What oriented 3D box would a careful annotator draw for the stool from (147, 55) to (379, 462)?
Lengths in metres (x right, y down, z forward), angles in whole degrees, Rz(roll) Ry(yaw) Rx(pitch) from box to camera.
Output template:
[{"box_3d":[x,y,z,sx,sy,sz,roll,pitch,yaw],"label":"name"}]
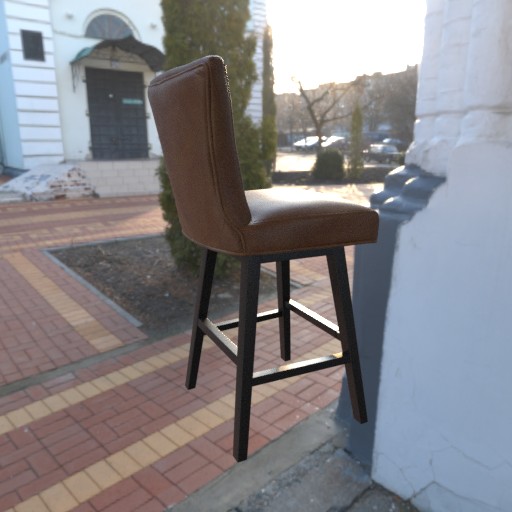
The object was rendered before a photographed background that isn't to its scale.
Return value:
[{"box_3d":[0.000,0.000,1.433,0.585,1.094,0.522,-7,16,-27],"label":"stool"}]
